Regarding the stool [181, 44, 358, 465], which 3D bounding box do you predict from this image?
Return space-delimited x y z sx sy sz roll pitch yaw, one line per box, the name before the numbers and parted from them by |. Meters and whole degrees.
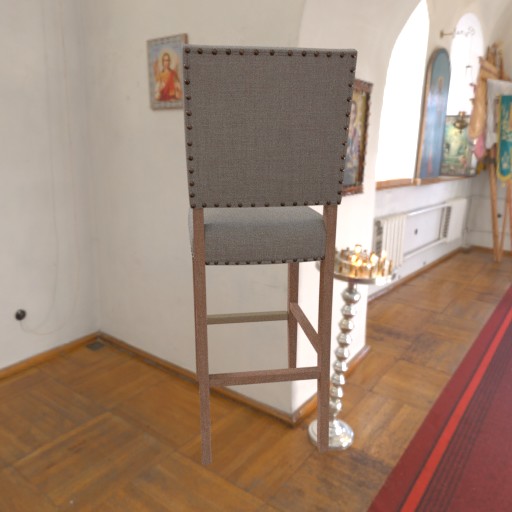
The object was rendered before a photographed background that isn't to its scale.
stool | 0.000 0.000 1.488 0.445 1.203 0.585 -2 15 -8
